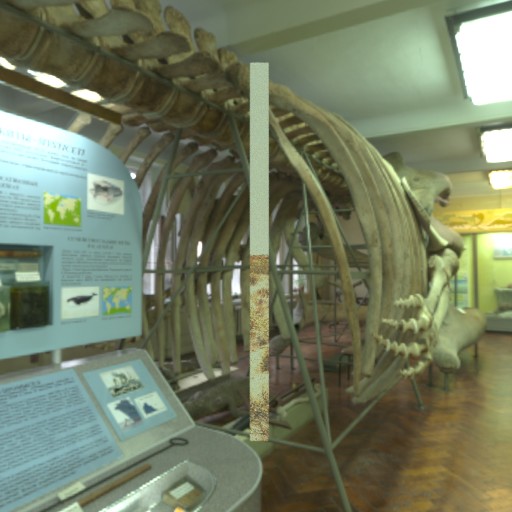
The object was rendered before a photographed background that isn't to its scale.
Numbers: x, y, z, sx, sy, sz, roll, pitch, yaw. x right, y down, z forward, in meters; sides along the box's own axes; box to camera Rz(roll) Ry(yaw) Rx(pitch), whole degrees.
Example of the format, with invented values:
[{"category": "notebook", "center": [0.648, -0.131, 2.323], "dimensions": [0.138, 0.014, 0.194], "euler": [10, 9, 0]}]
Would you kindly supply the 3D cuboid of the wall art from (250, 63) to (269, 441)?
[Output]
[{"category": "wall art", "center": [0.000, 0.000, 1.949], "dimensions": [0.051, 1.016, 1.520], "euler": [0, -1, -1]}]
